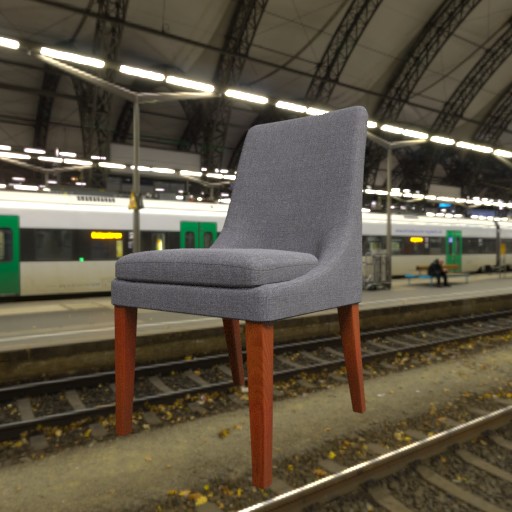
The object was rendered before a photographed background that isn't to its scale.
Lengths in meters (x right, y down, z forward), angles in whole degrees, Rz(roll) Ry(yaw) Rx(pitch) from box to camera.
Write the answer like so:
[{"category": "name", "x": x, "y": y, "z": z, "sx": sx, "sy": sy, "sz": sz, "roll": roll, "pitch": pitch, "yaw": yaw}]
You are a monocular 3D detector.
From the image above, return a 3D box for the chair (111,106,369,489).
[{"category": "chair", "x": 0.000, "y": 0.000, "z": 1.299, "sx": 0.508, "sy": 0.952, "sz": 0.655, "roll": 1, "pitch": 1, "yaw": 35}]
